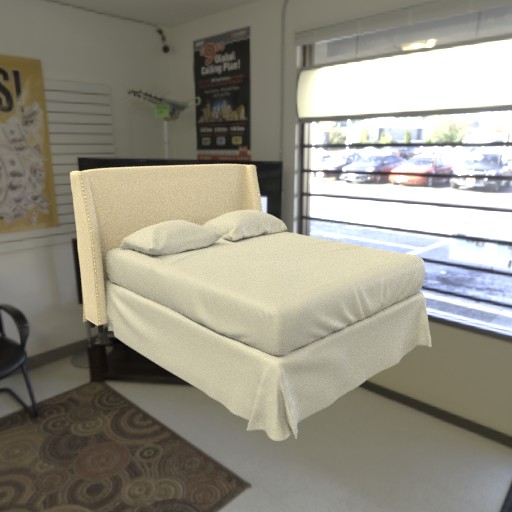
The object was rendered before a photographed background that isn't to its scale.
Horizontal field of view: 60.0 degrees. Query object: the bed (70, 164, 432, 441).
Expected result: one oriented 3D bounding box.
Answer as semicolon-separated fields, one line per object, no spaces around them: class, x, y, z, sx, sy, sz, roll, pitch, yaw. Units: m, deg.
bed;0.000;0.000;3.481;1.925;1.332;2.276;-13;19;-42
